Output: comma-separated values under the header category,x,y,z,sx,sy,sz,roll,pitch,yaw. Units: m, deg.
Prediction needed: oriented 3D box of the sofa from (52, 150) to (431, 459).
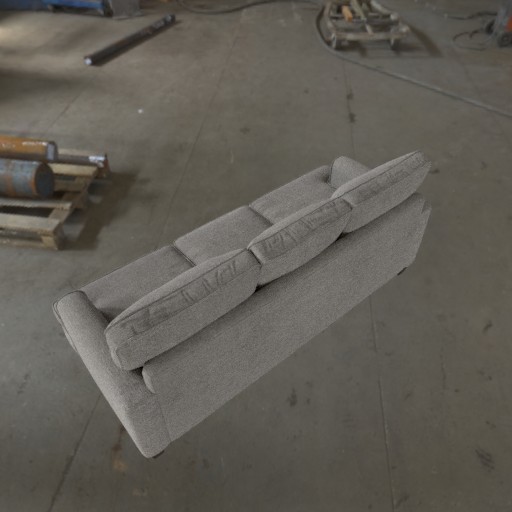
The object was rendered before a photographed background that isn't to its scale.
category,x,y,z,sx,sy,sz,roll,pitch,yaw
sofa,0.000,0.000,2.618,2.158,0.965,0.951,-30,52,-27
